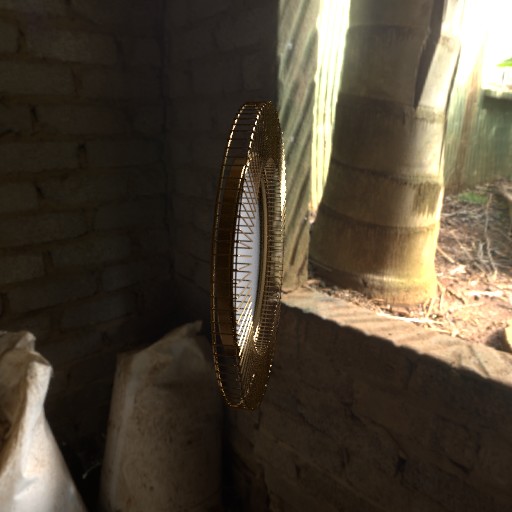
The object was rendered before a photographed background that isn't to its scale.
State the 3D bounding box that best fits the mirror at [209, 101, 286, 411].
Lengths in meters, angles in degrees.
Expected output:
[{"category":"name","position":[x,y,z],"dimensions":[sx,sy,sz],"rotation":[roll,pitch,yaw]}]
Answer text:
[{"category":"mirror","position":[0.000,0.000,1.066],"dimensions":[0.067,0.703,0.703],"rotation":[3,17,10]}]
